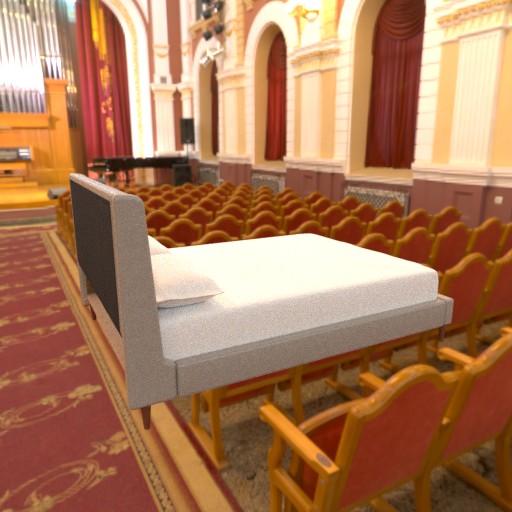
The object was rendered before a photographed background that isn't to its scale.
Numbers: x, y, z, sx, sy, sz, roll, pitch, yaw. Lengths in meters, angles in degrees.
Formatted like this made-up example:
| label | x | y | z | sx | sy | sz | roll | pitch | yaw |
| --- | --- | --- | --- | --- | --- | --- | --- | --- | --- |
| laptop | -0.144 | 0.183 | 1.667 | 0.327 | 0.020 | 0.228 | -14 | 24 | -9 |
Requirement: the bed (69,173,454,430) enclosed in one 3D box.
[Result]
| label | x | y | z | sx | sy | sz | roll | pitch | yaw |
| --- | --- | --- | --- | --- | --- | --- | --- | --- | --- |
| bed | 0.000 | 0.000 | 3.183 | 2.232 | 1.147 | 1.656 | -7 | 16 | -27 |
